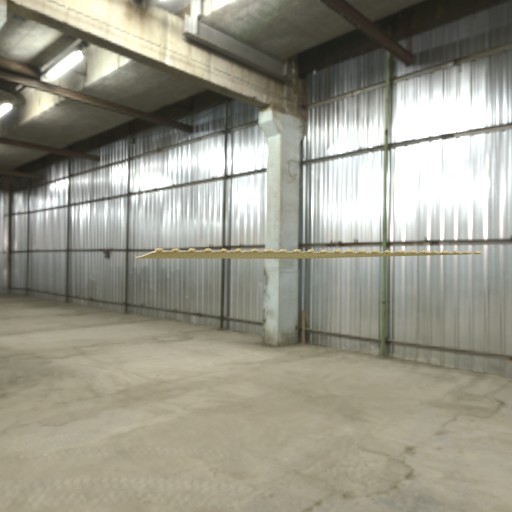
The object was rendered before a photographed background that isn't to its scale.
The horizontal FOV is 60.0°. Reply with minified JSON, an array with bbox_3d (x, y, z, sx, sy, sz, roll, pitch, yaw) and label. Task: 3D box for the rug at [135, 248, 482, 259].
[{"bbox_3d":[0.000,0.000,3.050,1.540,0.018,2.435,0,-1,-17],"label":"rug"}]
